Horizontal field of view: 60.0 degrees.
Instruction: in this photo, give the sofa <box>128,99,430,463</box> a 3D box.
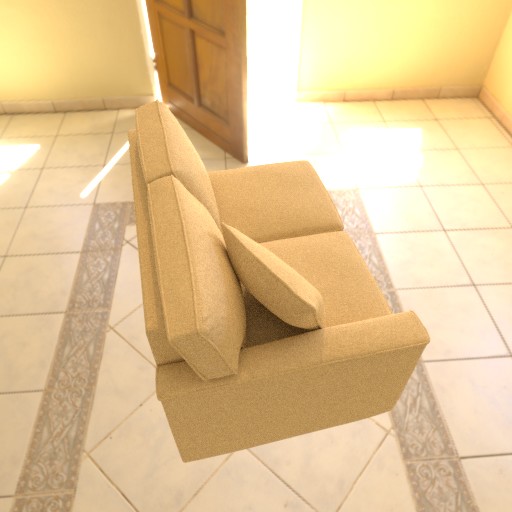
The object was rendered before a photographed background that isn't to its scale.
[{"bbox_3d":[0.000,0.000,2.063,0.991,0.989,1.388,-10,48,-9],"label":"sofa"}]
